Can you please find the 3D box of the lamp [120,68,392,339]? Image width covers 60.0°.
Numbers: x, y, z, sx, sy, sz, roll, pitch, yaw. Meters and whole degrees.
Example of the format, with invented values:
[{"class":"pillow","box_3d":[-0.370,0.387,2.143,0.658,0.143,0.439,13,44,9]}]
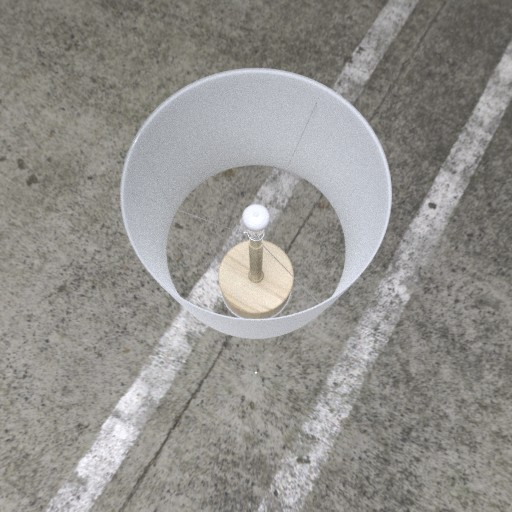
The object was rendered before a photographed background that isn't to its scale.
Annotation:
[{"class":"lamp","box_3d":[0.000,0.000,0.597,0.229,0.470,0.229,30,77,8]}]
